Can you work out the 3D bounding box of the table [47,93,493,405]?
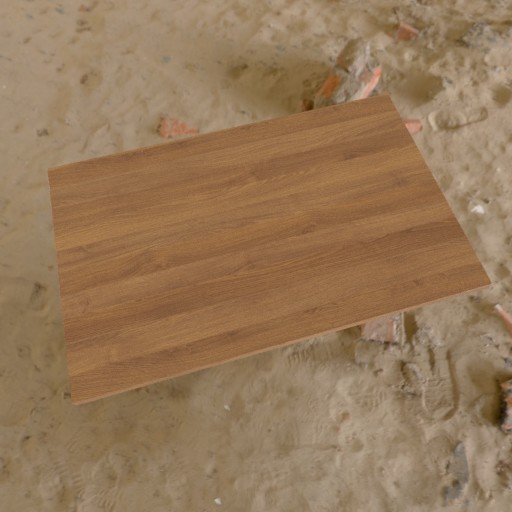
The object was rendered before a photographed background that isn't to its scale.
[{"bbox_3d":[0.000,0.000,1.447,1.100,0.442,0.700,-14,66,-7],"label":"table"}]
